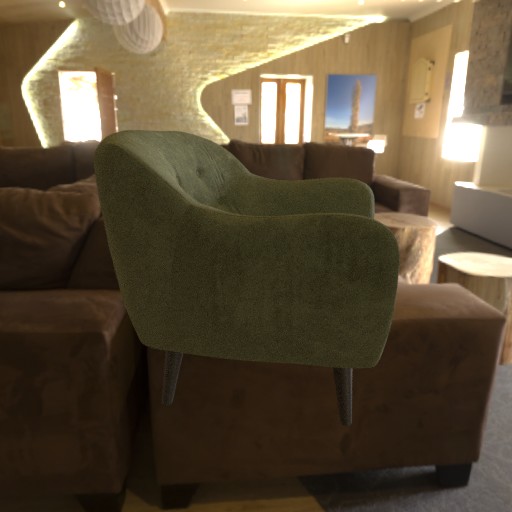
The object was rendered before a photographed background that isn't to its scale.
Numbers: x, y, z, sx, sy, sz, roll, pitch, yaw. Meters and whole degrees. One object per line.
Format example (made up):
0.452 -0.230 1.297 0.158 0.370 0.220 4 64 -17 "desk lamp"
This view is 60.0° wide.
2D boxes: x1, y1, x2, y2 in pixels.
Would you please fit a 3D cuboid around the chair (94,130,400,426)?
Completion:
0.000 0.000 1.470 0.819 0.804 0.840 3 16 10 "chair"
